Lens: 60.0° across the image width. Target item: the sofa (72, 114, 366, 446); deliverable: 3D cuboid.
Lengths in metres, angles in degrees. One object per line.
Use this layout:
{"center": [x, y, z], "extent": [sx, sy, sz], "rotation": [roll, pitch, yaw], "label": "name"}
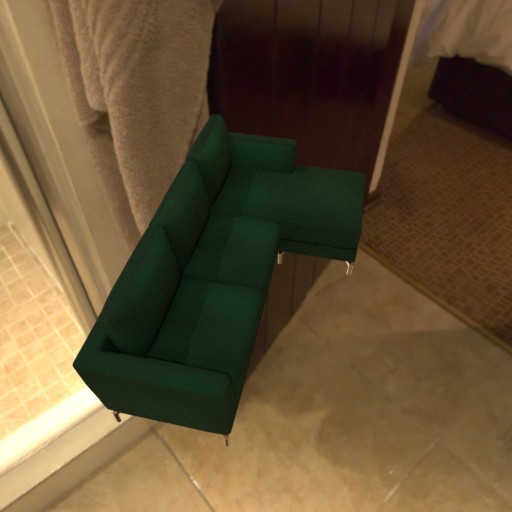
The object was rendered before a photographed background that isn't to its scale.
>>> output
{"center": [0.000, 0.000, 3.230], "extent": [1.489, 1.007, 2.441], "rotation": [9, 47, 8], "label": "sofa"}
